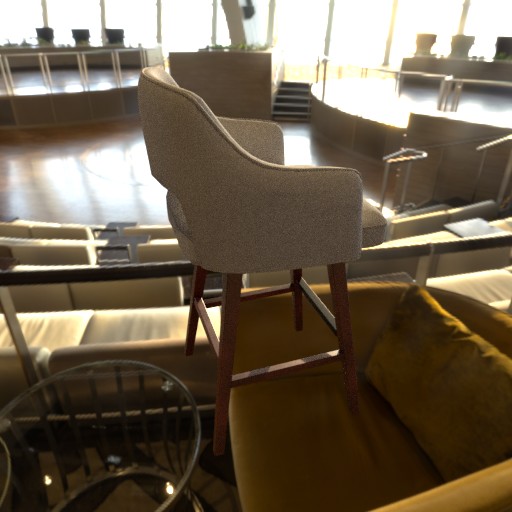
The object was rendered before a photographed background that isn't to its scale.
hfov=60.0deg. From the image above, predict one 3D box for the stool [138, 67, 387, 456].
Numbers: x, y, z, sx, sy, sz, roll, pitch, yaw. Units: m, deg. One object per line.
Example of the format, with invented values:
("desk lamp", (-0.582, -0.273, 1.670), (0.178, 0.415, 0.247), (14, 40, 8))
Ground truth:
("stool", (0.000, 0.000, 1.291), (0.558, 1.012, 0.548), (-10, 31, -16))
